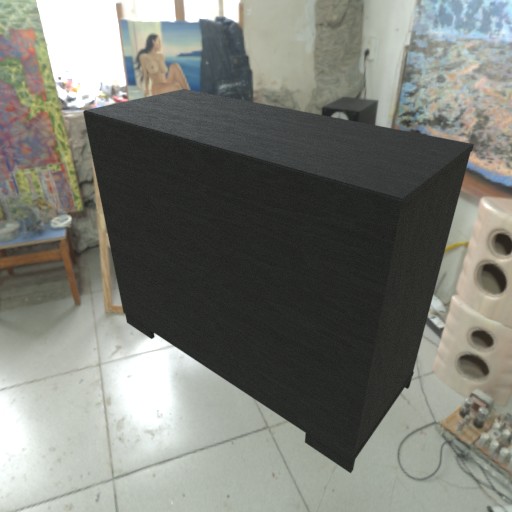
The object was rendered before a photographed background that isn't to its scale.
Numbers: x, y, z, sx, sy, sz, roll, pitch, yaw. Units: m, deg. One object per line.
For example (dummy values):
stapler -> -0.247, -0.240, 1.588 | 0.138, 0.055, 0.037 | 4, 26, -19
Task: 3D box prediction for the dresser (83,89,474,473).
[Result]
dresser -> 0.000, 0.000, 1.390 | 0.994, 0.816, 0.404 | 23, 39, 33
